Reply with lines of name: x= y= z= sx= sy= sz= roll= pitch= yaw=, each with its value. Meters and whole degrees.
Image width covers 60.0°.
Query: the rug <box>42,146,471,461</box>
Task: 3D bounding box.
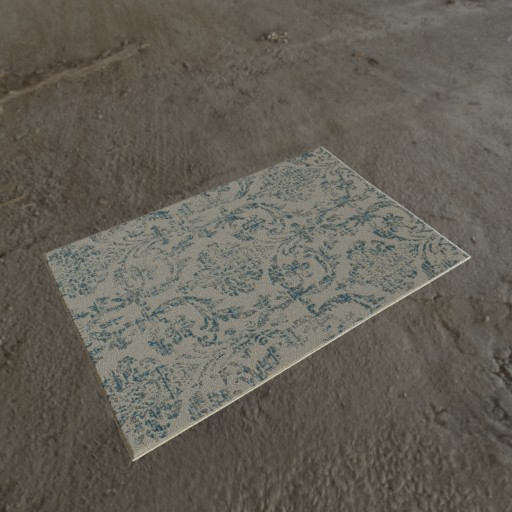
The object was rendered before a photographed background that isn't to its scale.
rug: x=0.000 y=0.000 z=2.264 sx=1.831 sy=0.012 sz=1.213 roll=-25 pitch=51 yaw=-22
